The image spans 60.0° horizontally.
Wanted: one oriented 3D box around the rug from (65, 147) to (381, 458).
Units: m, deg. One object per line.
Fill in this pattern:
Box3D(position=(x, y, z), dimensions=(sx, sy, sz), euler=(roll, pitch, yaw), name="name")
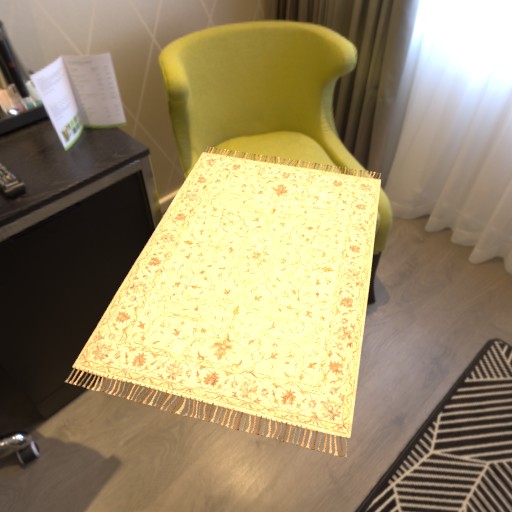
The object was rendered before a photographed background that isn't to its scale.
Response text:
Box3D(position=(0.000, 0.000, 2.393), dimensions=(1.218, 0.017, 1.861), euler=(11, 48, 10), name="rug")
